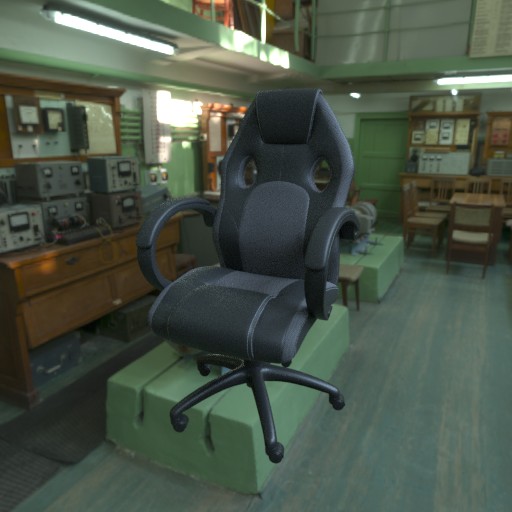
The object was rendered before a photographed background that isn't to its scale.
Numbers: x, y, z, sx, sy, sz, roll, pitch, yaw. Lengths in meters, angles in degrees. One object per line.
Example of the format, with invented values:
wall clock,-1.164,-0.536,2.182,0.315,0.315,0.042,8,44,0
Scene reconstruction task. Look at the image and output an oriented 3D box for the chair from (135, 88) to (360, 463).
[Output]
chair,0.000,0.000,1.600,0.673,1.187,0.724,7,17,24
